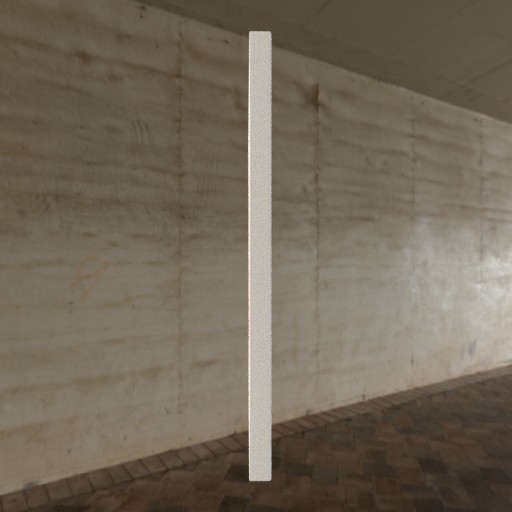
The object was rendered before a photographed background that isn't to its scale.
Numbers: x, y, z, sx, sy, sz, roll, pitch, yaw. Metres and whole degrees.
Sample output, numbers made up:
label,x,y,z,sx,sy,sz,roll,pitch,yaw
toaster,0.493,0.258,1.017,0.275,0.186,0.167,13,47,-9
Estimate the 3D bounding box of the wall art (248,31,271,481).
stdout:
label,x,y,z,sx,sy,sz,roll,pitch,yaw
wall art,0.000,0.000,1.497,0.049,1.009,1.009,0,0,-1
